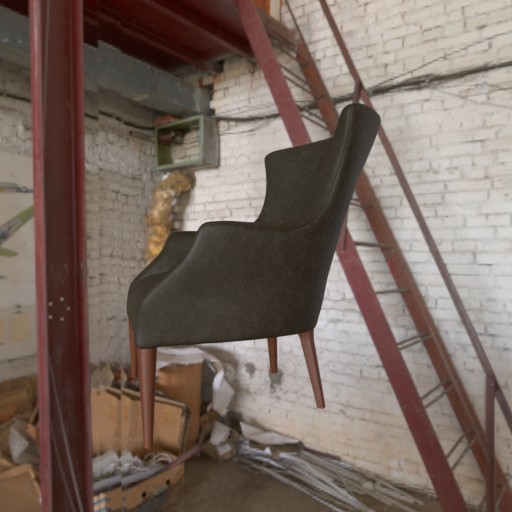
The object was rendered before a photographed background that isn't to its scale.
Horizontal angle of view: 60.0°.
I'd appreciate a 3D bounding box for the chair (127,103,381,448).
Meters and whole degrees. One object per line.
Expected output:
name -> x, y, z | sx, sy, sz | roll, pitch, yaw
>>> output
chair -> 0.000, 0.000, 1.734 | 0.954, 1.068, 0.819 | 0, 1, -18
